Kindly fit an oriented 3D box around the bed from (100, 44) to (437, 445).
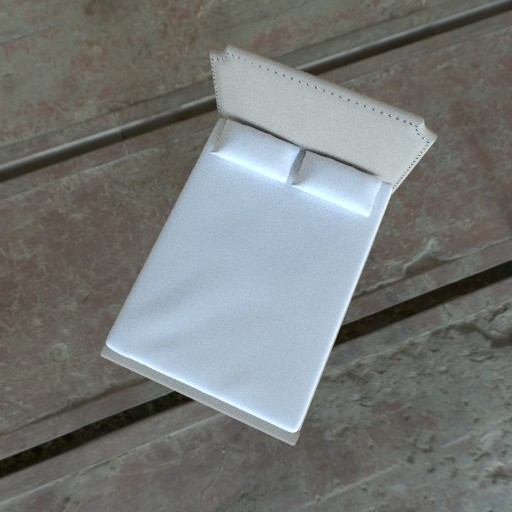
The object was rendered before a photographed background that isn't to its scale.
[{"bbox_3d":[0.000,0.000,3.436,1.713,1.443,2.372,23,77,6],"label":"bed"}]
